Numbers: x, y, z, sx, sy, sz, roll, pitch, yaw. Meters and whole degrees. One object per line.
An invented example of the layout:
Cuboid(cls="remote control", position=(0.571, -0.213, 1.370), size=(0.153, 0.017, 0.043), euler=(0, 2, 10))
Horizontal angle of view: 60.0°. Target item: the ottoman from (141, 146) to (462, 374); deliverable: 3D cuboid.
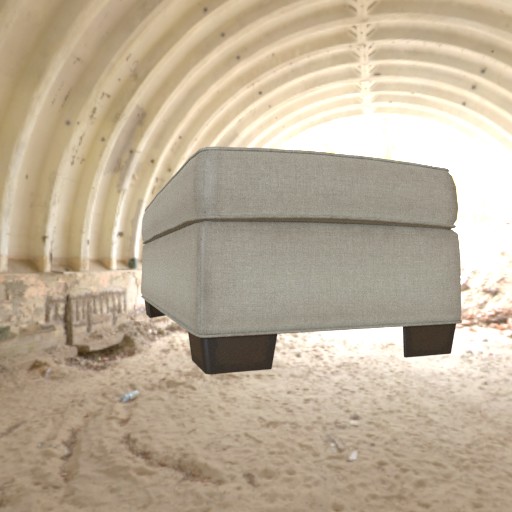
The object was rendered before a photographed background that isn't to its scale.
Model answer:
Cuboid(cls="ottoman", position=(0.000, 0.000, 1.411), size=(0.617, 0.461, 1.097), euler=(0, -1, -20))
